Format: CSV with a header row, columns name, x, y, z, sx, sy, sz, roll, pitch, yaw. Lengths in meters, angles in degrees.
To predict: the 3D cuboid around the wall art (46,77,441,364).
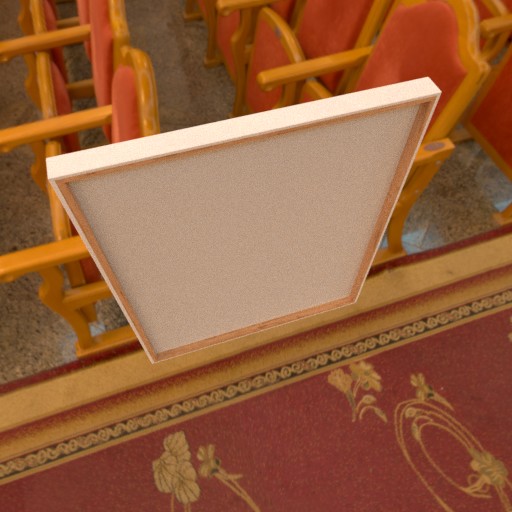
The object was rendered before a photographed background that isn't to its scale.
name,x,y,z,sx,sy,sz,roll,pitch,yaw
wall art,0.000,0.000,0.808,0.508,0.606,0.037,-15,58,-10
